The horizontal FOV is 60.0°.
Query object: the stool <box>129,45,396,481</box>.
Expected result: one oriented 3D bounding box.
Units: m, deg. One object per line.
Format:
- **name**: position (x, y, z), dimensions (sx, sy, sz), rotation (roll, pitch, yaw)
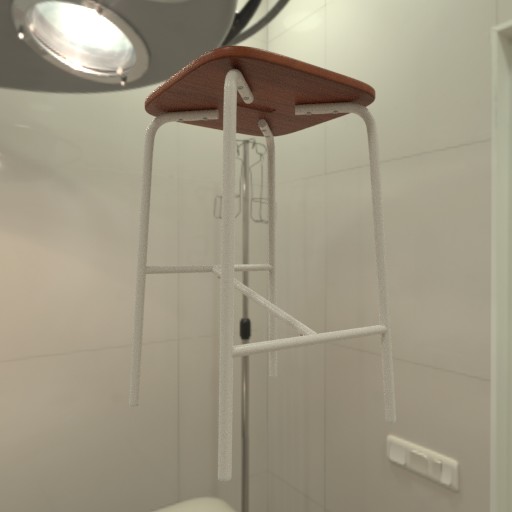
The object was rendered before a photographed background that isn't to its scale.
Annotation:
- **stool**: position (0.000, 0.000, 0.859), dimensions (0.376, 0.610, 0.376), rotation (0, 1, -35)
